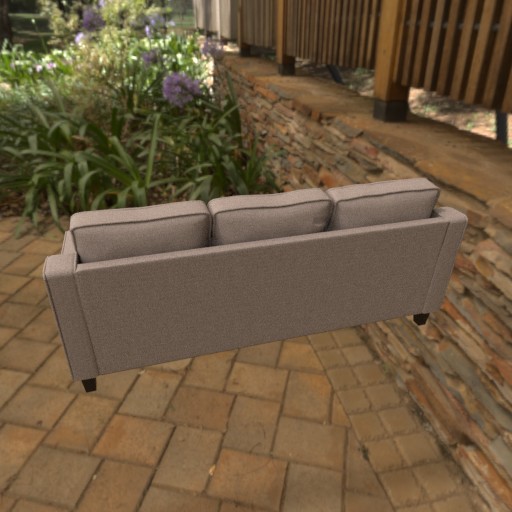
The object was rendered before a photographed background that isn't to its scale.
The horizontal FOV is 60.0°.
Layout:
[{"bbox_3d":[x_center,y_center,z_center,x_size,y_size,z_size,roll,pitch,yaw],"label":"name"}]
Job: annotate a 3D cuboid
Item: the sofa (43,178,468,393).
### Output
[{"bbox_3d":[0.000,0.000,2.625,2.129,0.950,0.899,-8,29,-15],"label":"sofa"}]
